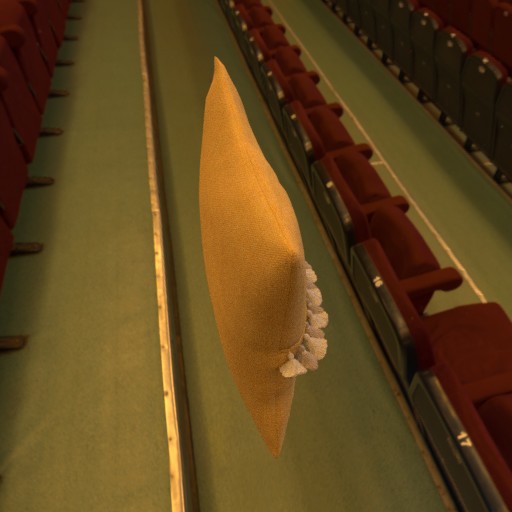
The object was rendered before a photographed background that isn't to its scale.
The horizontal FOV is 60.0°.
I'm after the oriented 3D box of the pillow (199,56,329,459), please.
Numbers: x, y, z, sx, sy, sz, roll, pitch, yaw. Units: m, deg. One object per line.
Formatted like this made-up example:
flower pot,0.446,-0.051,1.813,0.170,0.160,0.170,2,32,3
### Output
pillow,0.000,0.000,0.734,0.167,0.481,0.485,-9,46,-8
